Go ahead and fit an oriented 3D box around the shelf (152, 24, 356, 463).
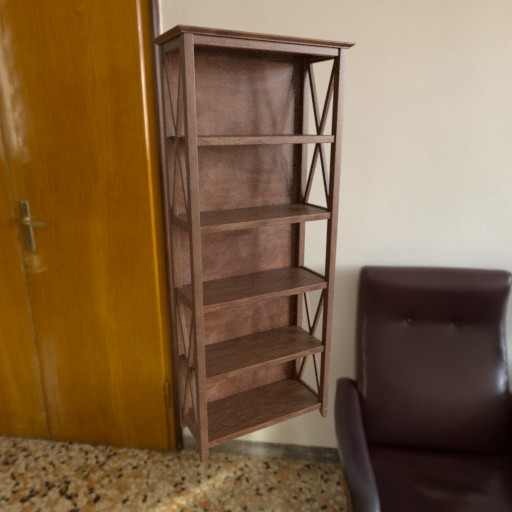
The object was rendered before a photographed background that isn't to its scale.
[{"bbox_3d":[0.000,0.000,2.157,0.805,1.905,0.335,-9,19,-27],"label":"shelf"}]
